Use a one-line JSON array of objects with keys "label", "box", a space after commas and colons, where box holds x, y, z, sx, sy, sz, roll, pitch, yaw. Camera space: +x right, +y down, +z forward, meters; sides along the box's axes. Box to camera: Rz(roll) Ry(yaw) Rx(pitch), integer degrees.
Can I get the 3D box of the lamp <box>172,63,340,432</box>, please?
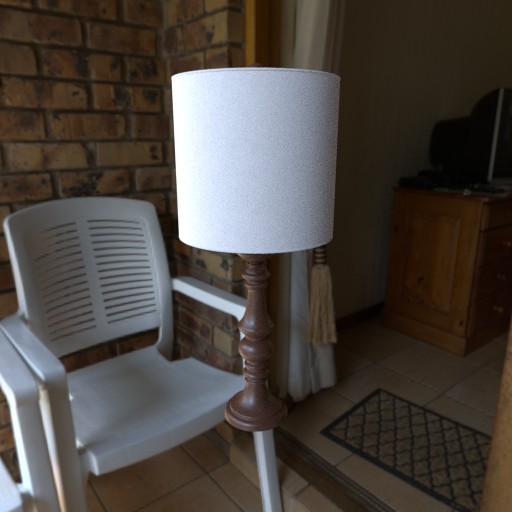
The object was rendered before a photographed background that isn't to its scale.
[{"label": "lamp", "box": [0.000, 0.000, 0.741, 0.250, 0.597, 0.250, -15, 21, -43]}]
